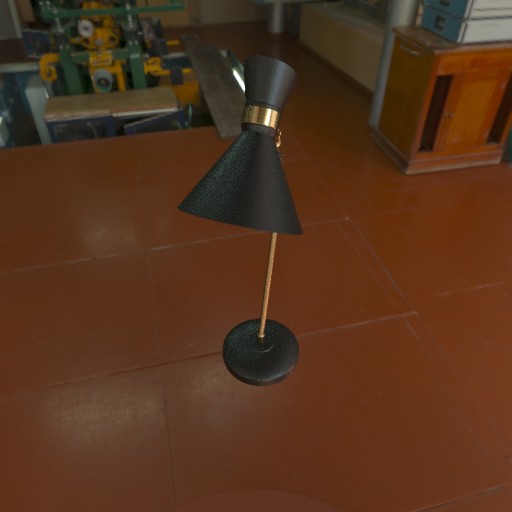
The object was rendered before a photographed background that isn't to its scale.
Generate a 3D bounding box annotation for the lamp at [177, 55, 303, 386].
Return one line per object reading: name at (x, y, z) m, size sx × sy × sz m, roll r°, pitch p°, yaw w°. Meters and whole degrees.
lamp at (0.000, 0.000, 0.788) m, size 0.189 × 0.647 × 0.292 m, roll 13°, pitch 42°, yaw 15°
